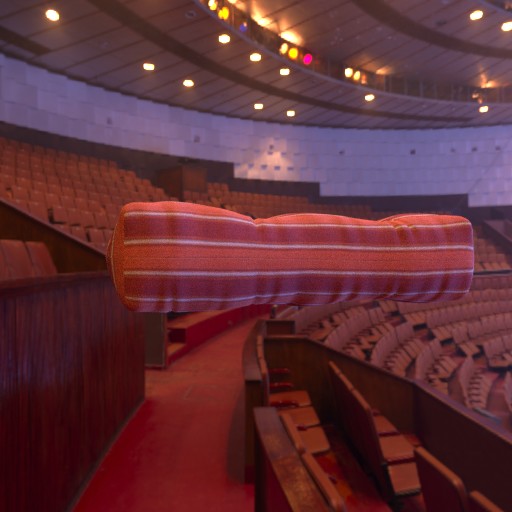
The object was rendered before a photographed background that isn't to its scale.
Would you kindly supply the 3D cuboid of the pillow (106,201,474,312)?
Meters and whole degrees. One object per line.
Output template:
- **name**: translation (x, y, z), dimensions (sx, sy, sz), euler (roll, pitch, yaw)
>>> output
- **pillow**: translation (0.000, 0.000, 0.732), dimensions (0.468, 0.133, 0.490), euler (0, 0, -19)
